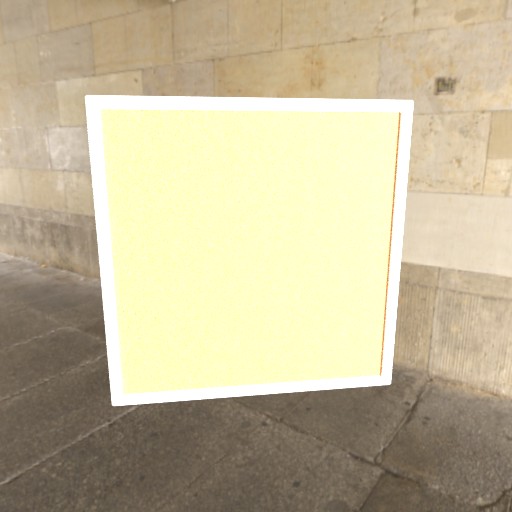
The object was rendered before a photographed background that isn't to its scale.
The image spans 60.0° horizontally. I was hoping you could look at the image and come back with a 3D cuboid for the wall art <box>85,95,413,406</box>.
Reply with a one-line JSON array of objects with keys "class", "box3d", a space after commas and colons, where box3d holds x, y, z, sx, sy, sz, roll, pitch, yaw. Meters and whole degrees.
[{"class": "wall art", "box3d": [0.000, 0.000, 0.757, 0.508, 0.508, 0.038, -2, 14, -8]}]
